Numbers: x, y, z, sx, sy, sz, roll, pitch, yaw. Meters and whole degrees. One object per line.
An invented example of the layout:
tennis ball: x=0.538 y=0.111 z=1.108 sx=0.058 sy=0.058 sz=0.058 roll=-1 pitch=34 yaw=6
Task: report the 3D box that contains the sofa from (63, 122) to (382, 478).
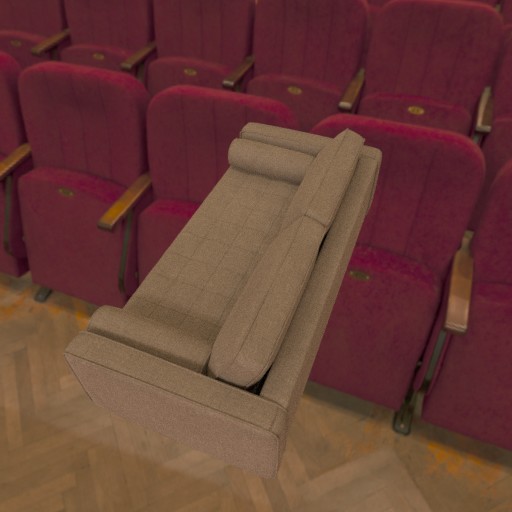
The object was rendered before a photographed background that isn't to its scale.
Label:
sofa: x=0.000 y=0.000 z=2.313 sx=0.914 sy=0.762 sz=1.879 roll=16 pitch=48 yaw=15
